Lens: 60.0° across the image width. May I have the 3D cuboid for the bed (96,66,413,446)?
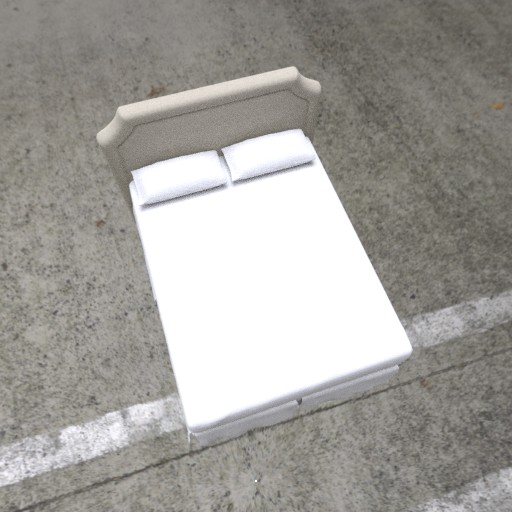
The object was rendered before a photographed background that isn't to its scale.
[{"bbox_3d":[0.000,0.000,3.170,1.693,1.290,2.116,-16,64,-8],"label":"bed"}]
